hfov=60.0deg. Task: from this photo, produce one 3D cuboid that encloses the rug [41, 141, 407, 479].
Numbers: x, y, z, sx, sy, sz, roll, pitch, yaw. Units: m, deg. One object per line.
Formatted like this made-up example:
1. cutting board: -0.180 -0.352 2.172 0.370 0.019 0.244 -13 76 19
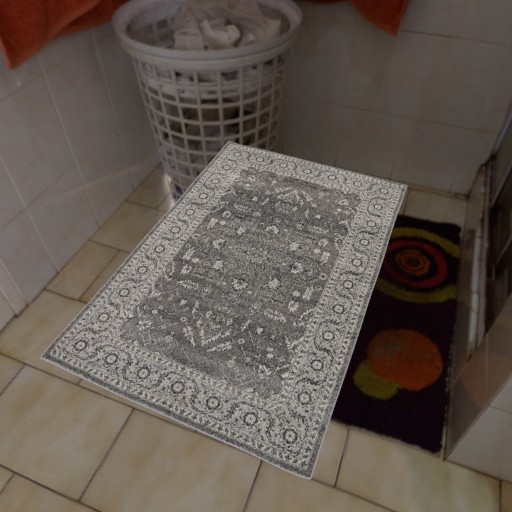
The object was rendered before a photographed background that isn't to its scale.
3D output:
1. rug: 0.000 0.000 2.281 1.209 0.019 1.828 18 49 16
